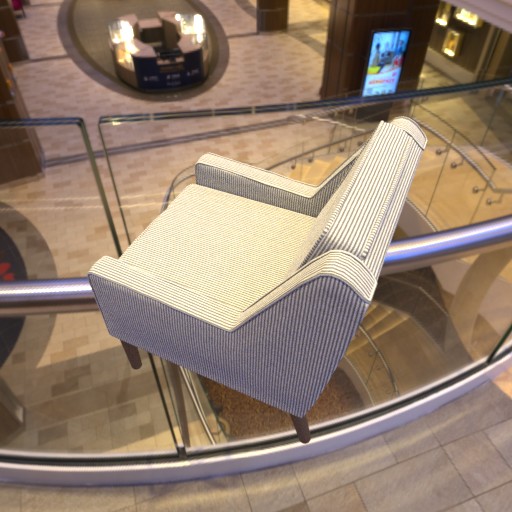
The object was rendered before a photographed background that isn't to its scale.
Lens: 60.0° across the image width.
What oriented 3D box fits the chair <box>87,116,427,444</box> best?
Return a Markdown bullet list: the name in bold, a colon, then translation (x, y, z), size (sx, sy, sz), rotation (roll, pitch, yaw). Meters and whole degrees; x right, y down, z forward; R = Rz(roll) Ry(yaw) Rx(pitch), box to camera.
- **chair**: translation (0.000, 0.000, 1.338), size (0.743, 0.792, 0.663), rotation (18, 47, 17)
